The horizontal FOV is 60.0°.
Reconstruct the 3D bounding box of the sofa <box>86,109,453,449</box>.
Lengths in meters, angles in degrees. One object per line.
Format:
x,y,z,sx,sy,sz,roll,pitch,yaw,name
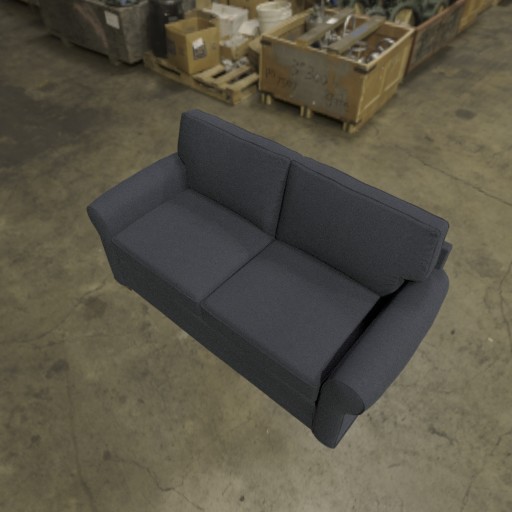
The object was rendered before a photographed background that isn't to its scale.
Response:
0.000,0.000,2.575,2.009,1.031,0.951,31,53,27,sofa
